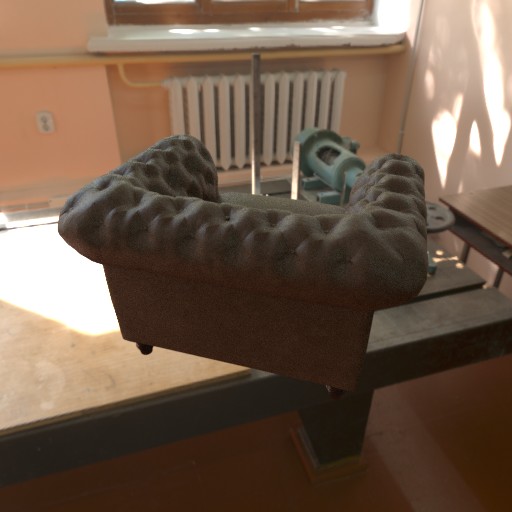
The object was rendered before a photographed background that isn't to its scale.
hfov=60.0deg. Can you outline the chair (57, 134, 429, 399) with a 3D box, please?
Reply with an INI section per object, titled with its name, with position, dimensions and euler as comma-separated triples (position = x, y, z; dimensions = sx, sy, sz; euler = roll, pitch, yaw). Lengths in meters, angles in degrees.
[chair]
position = 0.000, 0.000, 1.901
dimensions = 1.298, 0.784, 0.954
euler = 9, 32, 15
